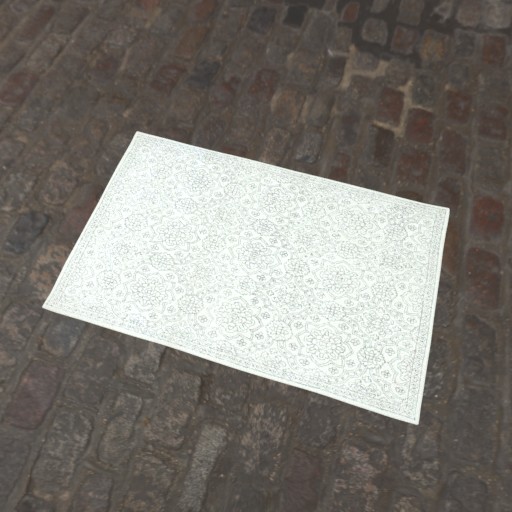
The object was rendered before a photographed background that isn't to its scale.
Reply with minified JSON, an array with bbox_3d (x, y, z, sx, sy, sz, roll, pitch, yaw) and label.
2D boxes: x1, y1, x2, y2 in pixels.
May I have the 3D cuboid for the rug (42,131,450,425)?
[{"bbox_3d":[0.000,0.000,3.013,2.434,0.023,1.518,16,66,7],"label":"rug"}]
